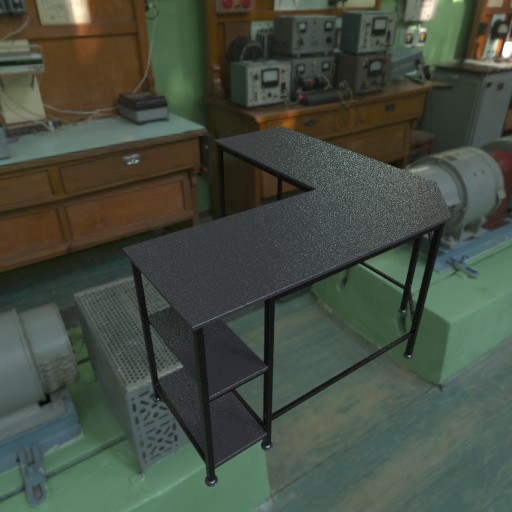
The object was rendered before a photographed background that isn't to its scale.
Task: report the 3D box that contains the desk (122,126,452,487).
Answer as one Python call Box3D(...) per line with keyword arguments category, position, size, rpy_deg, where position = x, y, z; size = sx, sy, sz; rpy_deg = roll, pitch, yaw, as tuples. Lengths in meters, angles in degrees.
Box3D(category="desk", position=(0.000, 0.000, 2.168), size=(1.379, 0.739, 1.379), rpy_deg=(-20, 37, -29))
